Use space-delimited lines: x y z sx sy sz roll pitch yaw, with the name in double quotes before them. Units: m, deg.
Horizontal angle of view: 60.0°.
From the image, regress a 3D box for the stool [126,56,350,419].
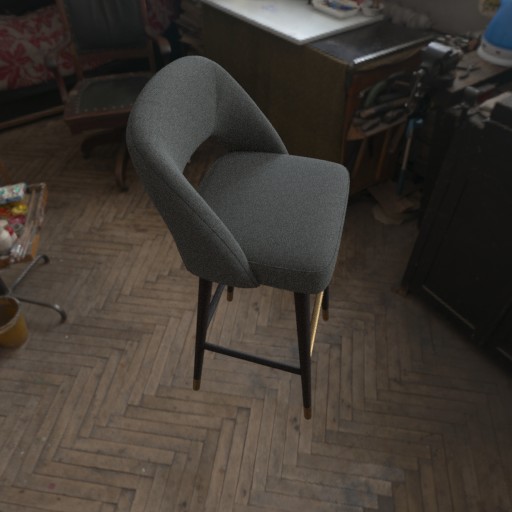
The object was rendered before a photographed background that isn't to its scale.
"stool" 0.000 0.000 1.384 0.524 1.089 0.536 11 47 10
